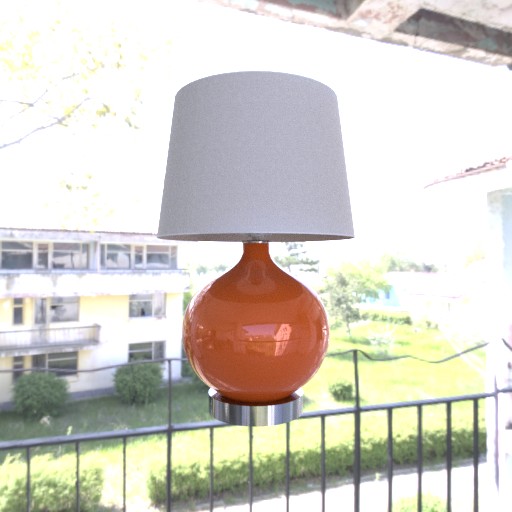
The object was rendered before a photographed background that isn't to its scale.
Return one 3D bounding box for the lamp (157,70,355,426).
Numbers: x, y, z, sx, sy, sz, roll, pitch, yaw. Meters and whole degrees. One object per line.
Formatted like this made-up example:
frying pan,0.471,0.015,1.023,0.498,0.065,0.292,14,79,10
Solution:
lamp,0.000,0.000,0.563,0.247,0.387,0.247,0,0,0
